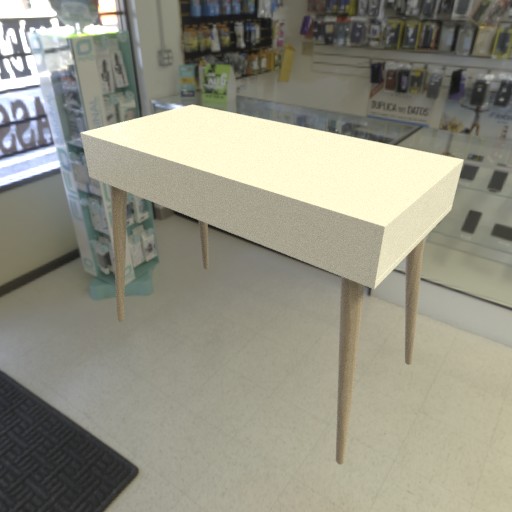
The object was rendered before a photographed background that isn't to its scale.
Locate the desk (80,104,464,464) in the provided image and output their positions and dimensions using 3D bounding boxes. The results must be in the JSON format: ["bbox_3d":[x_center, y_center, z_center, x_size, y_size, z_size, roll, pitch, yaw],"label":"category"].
[{"bbox_3d":[0.000,0.000,1.420,0.979,0.723,0.491,23,38,32],"label":"desk"}]
